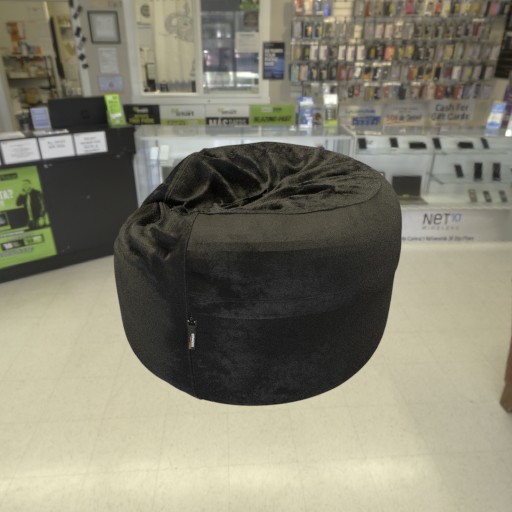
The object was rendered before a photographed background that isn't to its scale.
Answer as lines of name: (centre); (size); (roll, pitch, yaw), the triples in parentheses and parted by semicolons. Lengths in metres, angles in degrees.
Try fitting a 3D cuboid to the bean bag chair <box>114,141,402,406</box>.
bean bag chair: (0.000, 0.000, 1.489); (0.918, 0.605, 0.918); (0, 27, 0)
